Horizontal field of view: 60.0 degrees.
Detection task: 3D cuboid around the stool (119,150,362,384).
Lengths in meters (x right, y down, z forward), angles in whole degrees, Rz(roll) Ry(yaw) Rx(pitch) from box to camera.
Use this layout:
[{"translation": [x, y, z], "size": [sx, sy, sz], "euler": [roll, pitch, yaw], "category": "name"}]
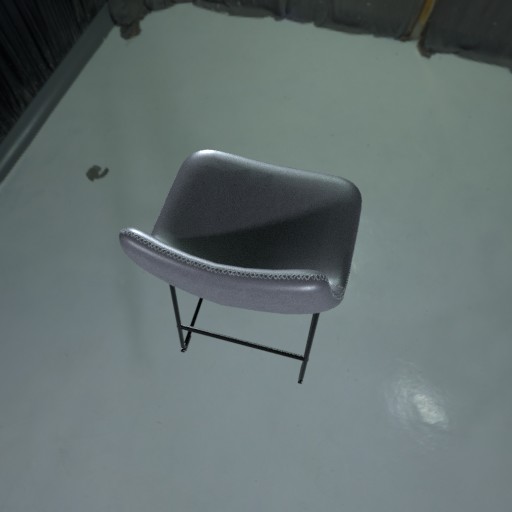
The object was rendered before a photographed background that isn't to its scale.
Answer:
[{"translation": [0.000, 0.000, 1.182], "size": [0.470, 0.876, 0.546], "euler": [13, 64, 7], "category": "stool"}]
